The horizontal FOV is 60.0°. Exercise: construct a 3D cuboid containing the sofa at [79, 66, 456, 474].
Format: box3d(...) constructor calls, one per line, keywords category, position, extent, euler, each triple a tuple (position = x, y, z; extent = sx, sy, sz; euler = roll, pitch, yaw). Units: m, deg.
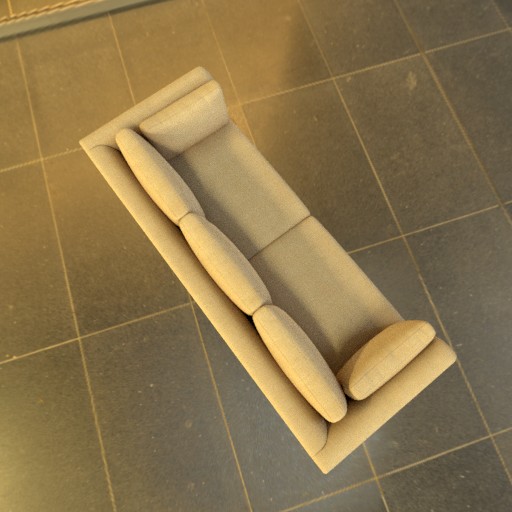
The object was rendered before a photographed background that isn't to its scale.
box3d(category="sofa", position=(0.000, 0.000, 2.898), extent=(0.969, 0.867, 2.415), euler=(-36, 77, -10))
